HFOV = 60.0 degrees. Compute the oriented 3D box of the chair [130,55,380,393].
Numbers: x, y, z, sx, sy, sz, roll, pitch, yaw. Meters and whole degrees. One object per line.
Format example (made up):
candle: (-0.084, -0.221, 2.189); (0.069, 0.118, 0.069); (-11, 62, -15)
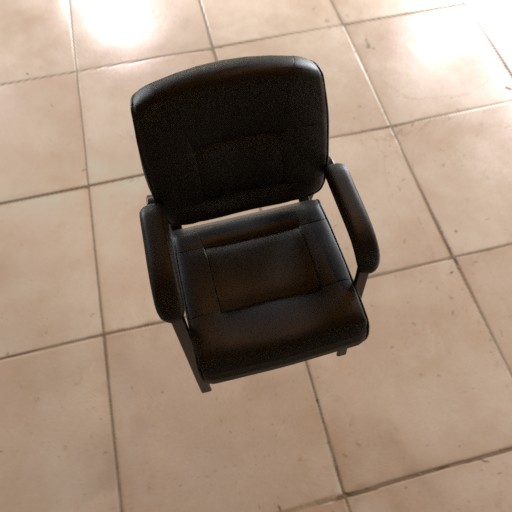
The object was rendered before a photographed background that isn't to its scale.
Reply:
chair: (0.000, 0.000, 1.330); (0.591, 0.910, 0.668); (-14, 66, -6)
